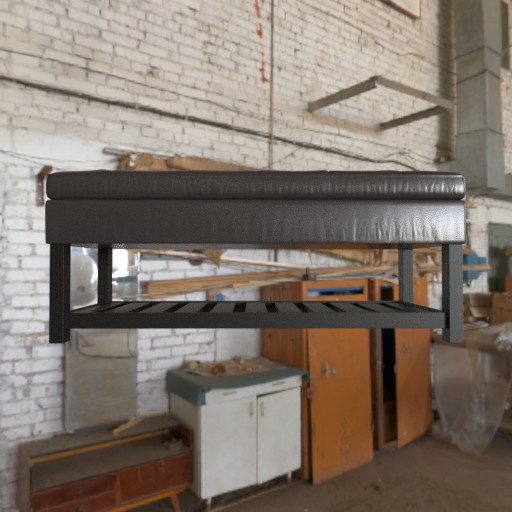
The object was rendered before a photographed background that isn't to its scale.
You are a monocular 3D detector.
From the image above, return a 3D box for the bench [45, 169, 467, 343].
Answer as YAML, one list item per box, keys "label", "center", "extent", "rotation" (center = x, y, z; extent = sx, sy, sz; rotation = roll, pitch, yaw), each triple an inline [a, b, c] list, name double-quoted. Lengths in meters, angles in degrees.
- label: "bench"
  center: [0.000, 0.000, 1.355]
  extent: [1.105, 0.460, 0.432]
  rotation: [0, -1, 0]
